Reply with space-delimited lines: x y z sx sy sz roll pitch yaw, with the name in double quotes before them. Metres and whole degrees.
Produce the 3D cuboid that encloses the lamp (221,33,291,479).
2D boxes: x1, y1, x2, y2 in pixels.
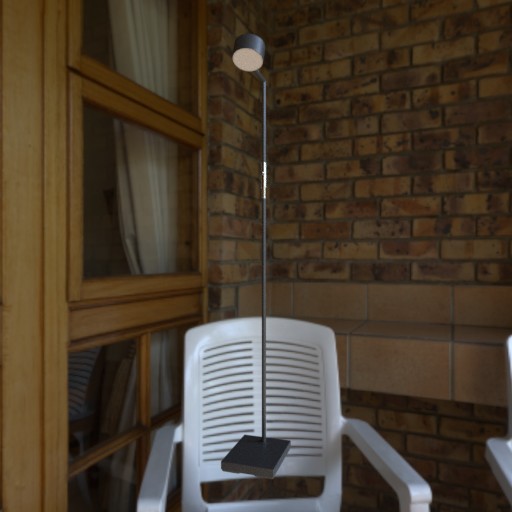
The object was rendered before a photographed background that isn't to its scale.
"lamp" 0.000 0.000 1.718 0.203 1.600 0.304 0 0 18
